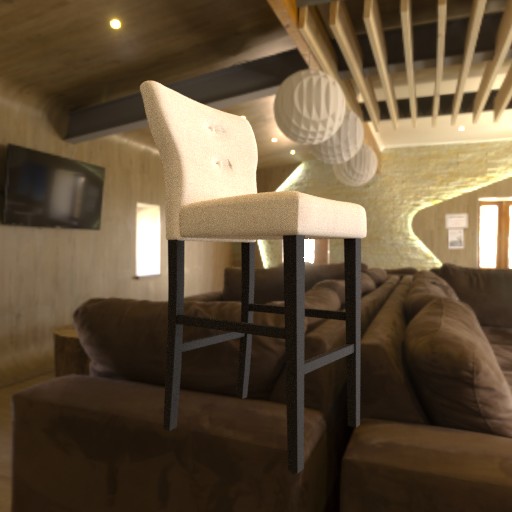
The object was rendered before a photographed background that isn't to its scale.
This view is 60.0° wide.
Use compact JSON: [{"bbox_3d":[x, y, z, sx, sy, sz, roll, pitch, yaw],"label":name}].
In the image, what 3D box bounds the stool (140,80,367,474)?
[{"bbox_3d":[0.000,0.000,1.463,0.603,1.124,0.516,0,1,36],"label":"stool"}]
